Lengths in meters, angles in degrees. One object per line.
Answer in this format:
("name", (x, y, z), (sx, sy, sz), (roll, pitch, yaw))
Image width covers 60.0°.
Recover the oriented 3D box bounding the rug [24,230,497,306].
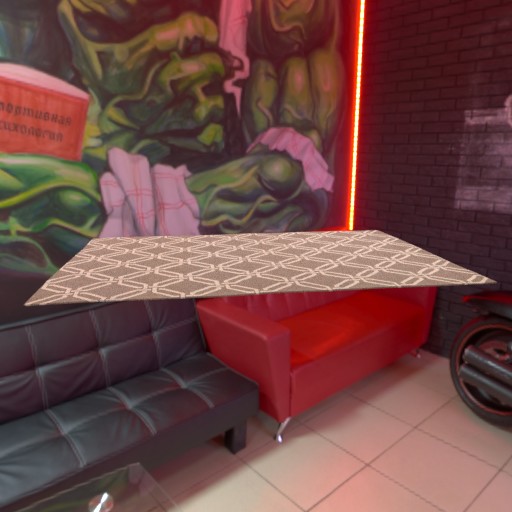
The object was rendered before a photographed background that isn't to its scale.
("rug", (0.000, 0.000, 2.143), (1.748, 0.010, 1.142), (-2, 14, -8))
